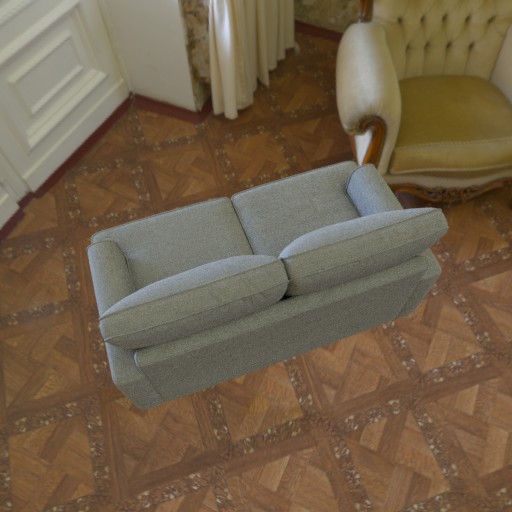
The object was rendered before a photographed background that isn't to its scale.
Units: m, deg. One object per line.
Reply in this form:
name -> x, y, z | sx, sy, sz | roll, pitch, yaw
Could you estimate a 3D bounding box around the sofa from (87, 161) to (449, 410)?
sofa -> 0.000, 0.000, 2.347 | 1.651, 0.965, 0.965 | -17, 61, -10
